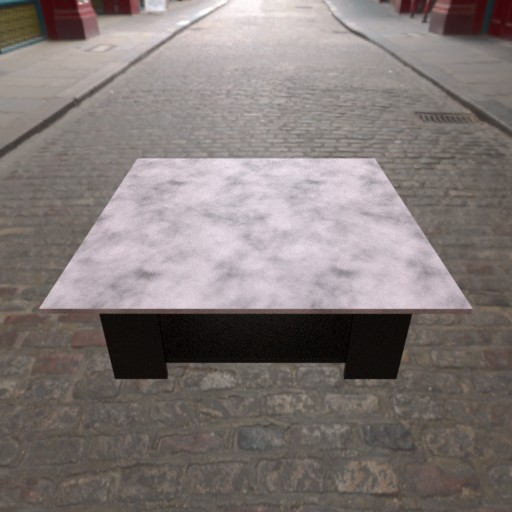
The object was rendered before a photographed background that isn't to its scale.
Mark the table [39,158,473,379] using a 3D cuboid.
[{"bbox_3d":[0.000,0.000,1.366,0.890,0.305,0.890,0,32,0],"label":"table"}]
